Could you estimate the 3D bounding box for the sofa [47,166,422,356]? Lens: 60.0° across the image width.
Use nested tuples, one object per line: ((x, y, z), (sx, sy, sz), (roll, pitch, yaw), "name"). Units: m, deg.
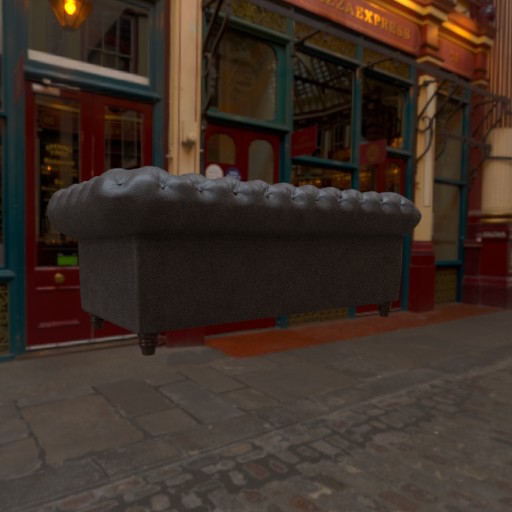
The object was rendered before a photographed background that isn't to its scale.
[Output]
((0.000, 0.000, 2.555), (2.048, 0.779, 0.944), (-1, 2, -37), "sofa")
